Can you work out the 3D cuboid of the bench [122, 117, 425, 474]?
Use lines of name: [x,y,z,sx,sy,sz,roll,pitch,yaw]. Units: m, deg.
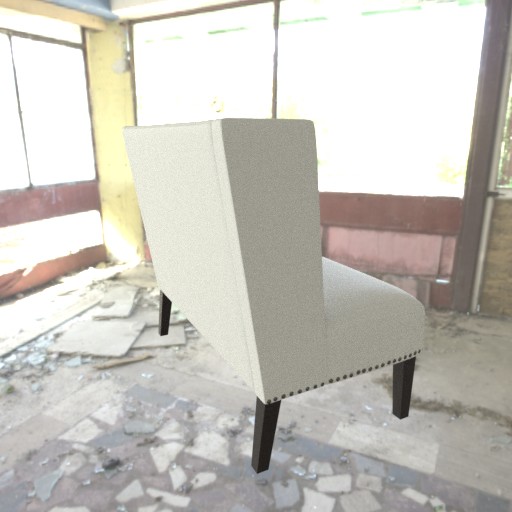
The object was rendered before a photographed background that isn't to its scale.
bench: [0.000,0.000,1.974,0.847,1.123,1.280,-8,17,-26]
